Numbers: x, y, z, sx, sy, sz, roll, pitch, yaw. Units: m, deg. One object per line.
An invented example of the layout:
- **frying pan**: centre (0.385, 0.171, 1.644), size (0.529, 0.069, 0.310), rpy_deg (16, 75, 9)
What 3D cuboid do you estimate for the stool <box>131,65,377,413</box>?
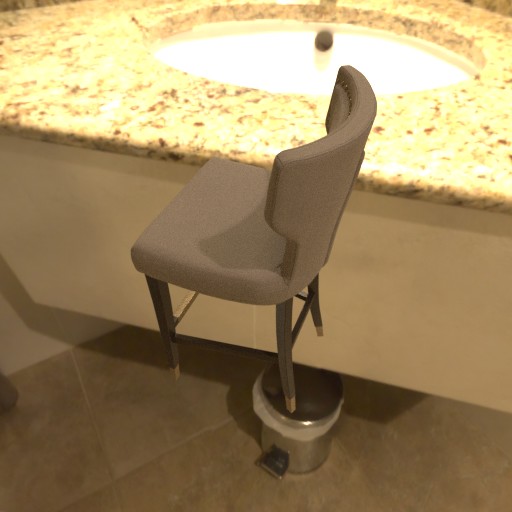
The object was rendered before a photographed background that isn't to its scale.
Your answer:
- **stool**: centre (0.000, 0.000, 1.425), size (0.563, 1.092, 0.526), rpy_deg (17, 47, 16)
